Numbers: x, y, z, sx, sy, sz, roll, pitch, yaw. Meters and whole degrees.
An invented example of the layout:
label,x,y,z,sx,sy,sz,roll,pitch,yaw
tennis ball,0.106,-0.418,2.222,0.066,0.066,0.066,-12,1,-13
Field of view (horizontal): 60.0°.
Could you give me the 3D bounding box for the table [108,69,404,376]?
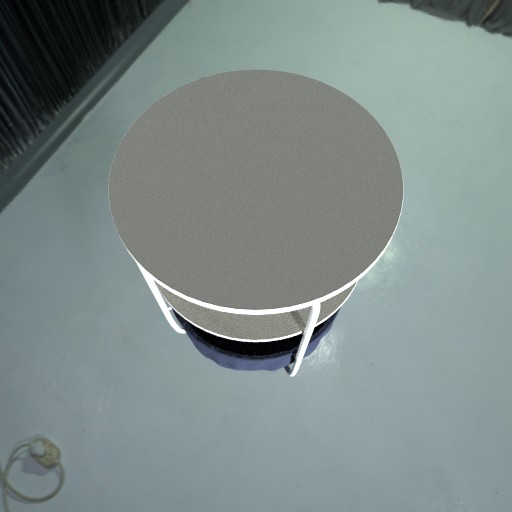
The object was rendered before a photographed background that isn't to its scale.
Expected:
label,x,y,z,sx,sy,sz,roll,pitch,yaw
table,0.000,0.000,0.872,0.418,0.532,0.418,19,65,9
